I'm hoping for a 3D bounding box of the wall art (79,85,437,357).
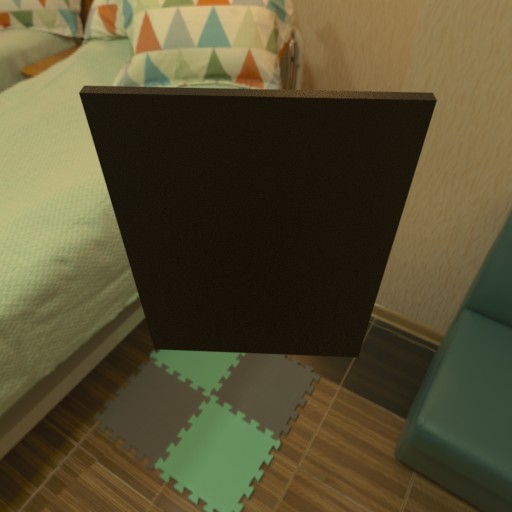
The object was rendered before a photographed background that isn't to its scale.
[{"bbox_3d":[0.000,0.000,1.389,0.806,1.062,0.038,2,46,2],"label":"wall art"}]
